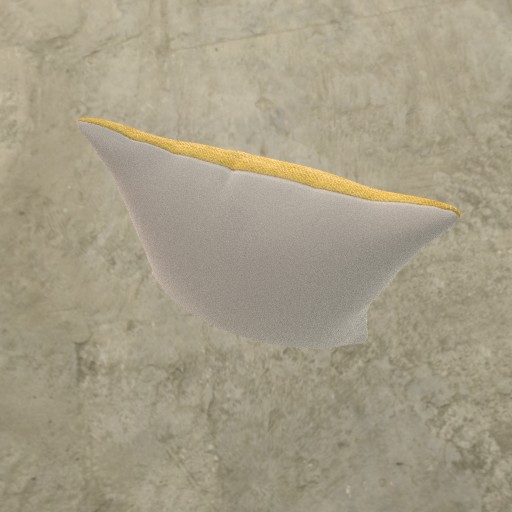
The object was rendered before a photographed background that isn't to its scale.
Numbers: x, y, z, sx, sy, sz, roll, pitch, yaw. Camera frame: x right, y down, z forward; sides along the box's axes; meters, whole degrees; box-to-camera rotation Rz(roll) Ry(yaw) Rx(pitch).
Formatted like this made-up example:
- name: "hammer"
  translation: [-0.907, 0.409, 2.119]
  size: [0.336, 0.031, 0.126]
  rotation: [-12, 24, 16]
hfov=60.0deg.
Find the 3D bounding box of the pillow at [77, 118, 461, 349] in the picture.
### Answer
- name: "pillow"
  translation: [0.000, 0.000, 0.690]
  size: [0.450, 0.450, 0.211]
  rotation: [16, 64, 8]
